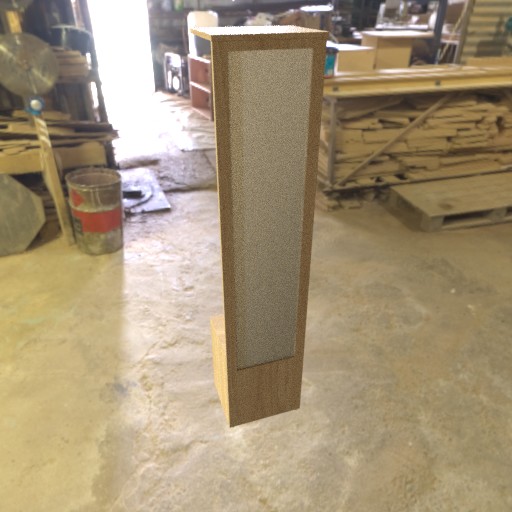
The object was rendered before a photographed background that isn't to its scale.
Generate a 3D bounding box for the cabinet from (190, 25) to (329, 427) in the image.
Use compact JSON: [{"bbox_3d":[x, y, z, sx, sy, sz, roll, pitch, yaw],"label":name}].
[{"bbox_3d":[0.000,0.000,2.061,0.411,1.879,0.338,-10,32,-16],"label":"cabinet"}]
